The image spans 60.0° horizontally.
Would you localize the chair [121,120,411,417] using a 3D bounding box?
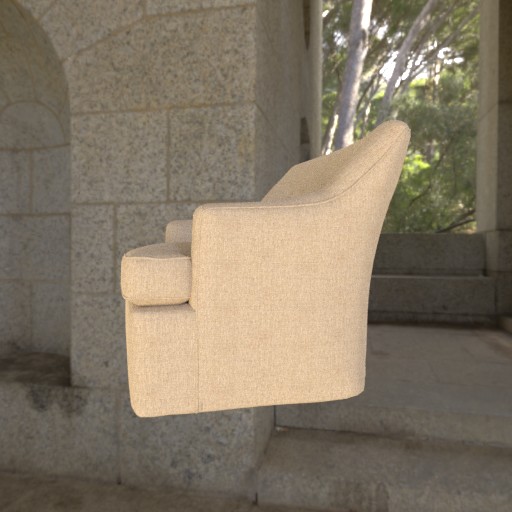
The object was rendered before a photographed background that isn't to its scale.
[{"bbox_3d":[0.000,0.000,1.579,0.923,0.856,0.864,0,1,-17],"label":"chair"}]
